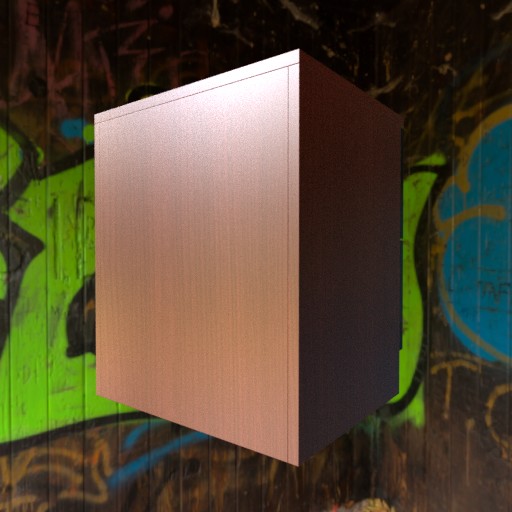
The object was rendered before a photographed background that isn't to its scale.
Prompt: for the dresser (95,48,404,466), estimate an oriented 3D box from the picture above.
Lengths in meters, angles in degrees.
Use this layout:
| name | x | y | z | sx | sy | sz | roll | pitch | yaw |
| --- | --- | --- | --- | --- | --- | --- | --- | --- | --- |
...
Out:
| name | x | y | z | sx | sy | sz | roll | pitch | yaw |
| --- | --- | --- | --- | --- | --- | --- | --- | --- | --- |
| dresser | 0.000 | 0.000 | 0.760 | 0.400 | 0.470 | 0.360 | 1 | 1 | 38 |
